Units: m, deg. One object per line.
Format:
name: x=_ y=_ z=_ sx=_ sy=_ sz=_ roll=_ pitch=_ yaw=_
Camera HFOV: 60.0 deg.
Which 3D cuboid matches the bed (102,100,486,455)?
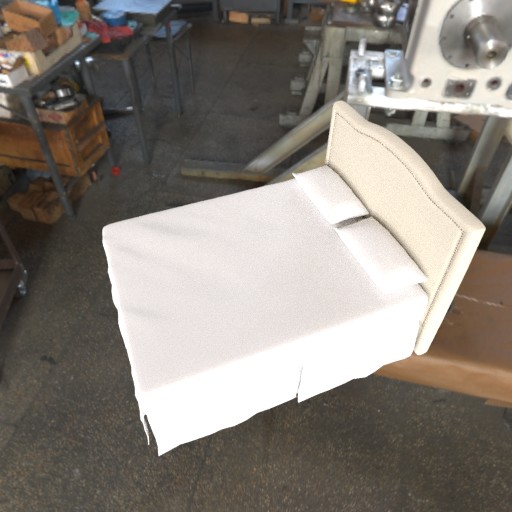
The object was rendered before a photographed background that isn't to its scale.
bed: x=0.000 y=0.000 z=3.265 sx=2.196 sy=1.449 sz=1.741 roll=-16 pitch=48 yaw=-15
